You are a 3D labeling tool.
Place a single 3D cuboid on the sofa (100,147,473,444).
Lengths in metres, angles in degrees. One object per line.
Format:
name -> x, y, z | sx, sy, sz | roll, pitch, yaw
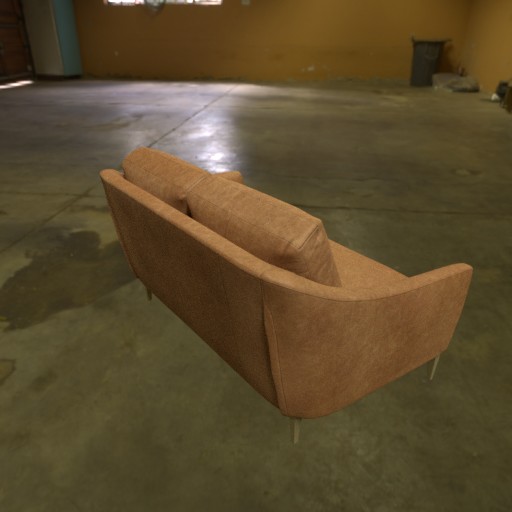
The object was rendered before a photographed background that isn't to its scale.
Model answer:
sofa -> 0.000, 0.000, 2.112 | 0.960, 0.902, 1.619 | -19, 33, -33
